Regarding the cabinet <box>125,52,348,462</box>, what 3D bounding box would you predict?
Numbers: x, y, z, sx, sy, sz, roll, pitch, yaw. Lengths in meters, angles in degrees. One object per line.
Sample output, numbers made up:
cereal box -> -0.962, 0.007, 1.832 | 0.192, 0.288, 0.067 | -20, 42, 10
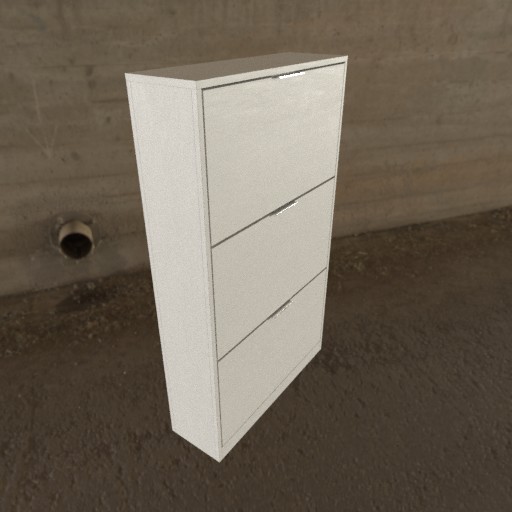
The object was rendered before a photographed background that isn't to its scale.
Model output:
cabinet -> 0.000, 0.000, 1.596 | 0.250, 1.280, 0.750 | 19, 34, 31
